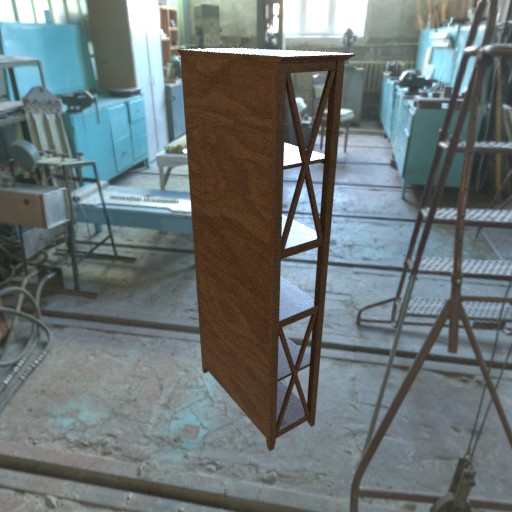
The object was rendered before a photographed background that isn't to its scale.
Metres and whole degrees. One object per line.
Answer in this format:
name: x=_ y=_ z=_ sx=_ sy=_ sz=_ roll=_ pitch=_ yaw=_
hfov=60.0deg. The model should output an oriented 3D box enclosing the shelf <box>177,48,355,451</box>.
shelf: x=0.000 y=0.000 z=2.272 sx=0.335 sy=1.905 sz=0.805 roll=-17 pitch=31 yaw=-30
